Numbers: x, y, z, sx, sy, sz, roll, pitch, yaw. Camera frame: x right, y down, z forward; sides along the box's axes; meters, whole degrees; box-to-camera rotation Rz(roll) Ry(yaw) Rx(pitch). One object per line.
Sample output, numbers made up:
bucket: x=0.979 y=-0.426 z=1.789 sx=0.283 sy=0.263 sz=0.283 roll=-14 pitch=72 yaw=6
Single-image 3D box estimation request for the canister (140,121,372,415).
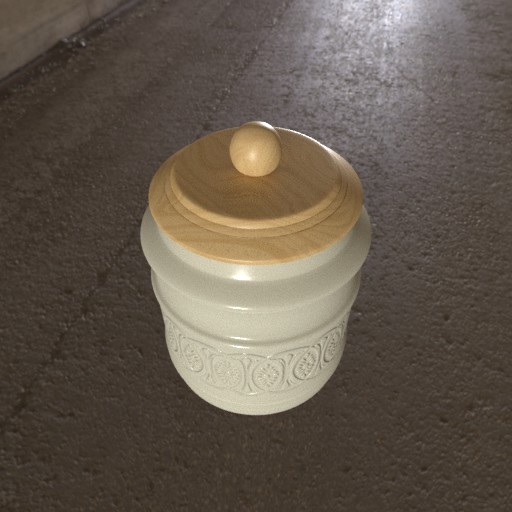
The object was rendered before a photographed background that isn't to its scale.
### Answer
canister: x=0.000 y=0.000 z=0.273 sx=0.130 sy=0.176 sz=0.130 roll=0 pitch=45 yaw=0
